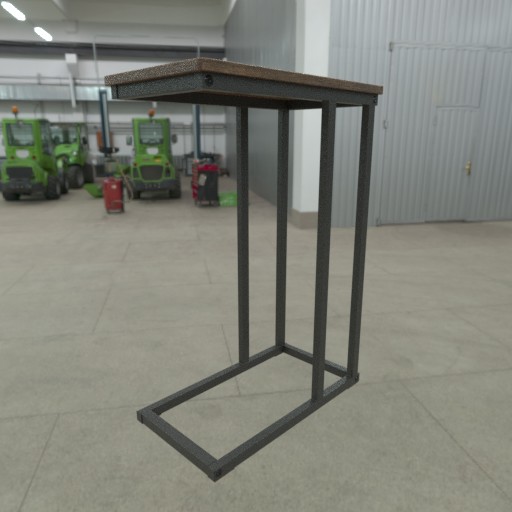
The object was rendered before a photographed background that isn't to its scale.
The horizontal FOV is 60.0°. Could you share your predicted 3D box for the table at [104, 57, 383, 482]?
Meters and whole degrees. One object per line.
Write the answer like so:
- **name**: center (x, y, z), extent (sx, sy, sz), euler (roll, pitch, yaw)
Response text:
- **table**: center (0.000, 0.000, 0.865), extent (0.254, 0.637, 0.450), euler (14, 20, 43)
